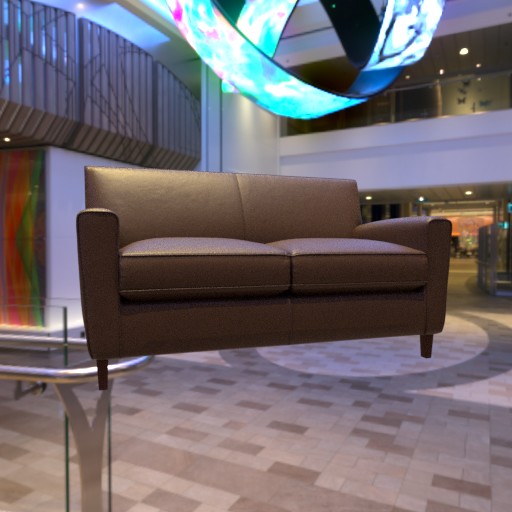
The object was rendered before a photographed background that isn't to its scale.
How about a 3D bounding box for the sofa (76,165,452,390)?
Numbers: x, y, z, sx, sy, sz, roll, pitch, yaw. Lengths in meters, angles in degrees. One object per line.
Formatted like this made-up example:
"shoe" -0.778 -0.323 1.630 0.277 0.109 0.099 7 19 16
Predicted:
"sofa" 0.000 0.000 1.993 1.468 0.859 0.853 0 1 -19
